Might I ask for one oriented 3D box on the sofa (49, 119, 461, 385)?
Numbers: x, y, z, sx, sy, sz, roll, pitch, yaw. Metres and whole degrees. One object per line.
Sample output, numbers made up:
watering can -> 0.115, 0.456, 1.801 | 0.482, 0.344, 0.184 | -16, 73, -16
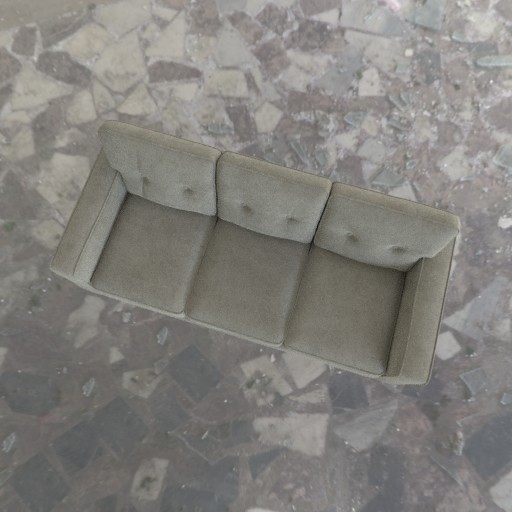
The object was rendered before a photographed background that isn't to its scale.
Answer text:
sofa -> 0.000, 0.000, 2.619 | 2.133, 0.965, 0.939 | 16, 75, 5
